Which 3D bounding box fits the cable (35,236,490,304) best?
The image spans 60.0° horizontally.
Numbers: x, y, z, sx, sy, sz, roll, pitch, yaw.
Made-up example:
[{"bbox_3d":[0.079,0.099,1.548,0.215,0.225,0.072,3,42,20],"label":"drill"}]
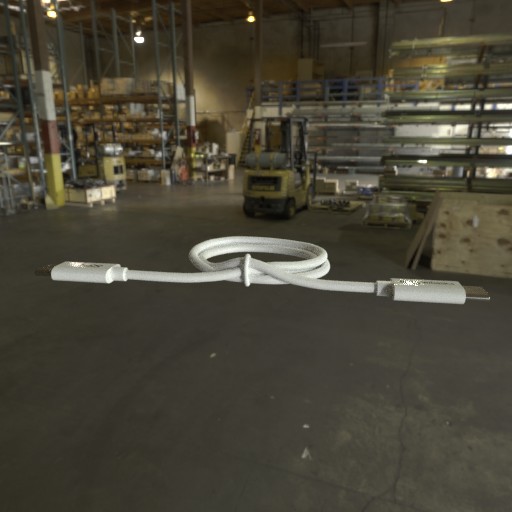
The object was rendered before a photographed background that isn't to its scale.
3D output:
[{"bbox_3d":[0.000,0.000,0.209,0.186,0.014,0.070,2,15,9],"label":"cable"}]
